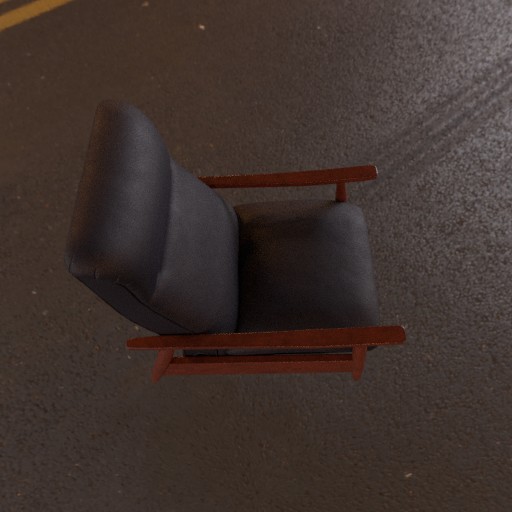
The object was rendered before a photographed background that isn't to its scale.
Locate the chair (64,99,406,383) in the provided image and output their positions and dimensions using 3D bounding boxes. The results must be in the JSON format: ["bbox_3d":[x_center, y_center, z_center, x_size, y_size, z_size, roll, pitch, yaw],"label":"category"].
[{"bbox_3d":[0.000,0.000,1.743,1.014,1.082,0.762,0,62,0],"label":"chair"}]
